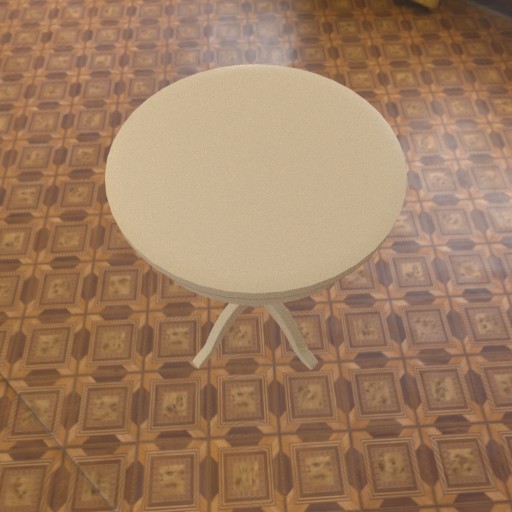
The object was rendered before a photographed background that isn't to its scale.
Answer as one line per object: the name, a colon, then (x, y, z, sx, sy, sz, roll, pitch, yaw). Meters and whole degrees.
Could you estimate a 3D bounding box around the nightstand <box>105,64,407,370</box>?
nightstand: (0.000, 0.000, 1.043, 0.513, 0.653, 0.513, -31, 64, -17)
